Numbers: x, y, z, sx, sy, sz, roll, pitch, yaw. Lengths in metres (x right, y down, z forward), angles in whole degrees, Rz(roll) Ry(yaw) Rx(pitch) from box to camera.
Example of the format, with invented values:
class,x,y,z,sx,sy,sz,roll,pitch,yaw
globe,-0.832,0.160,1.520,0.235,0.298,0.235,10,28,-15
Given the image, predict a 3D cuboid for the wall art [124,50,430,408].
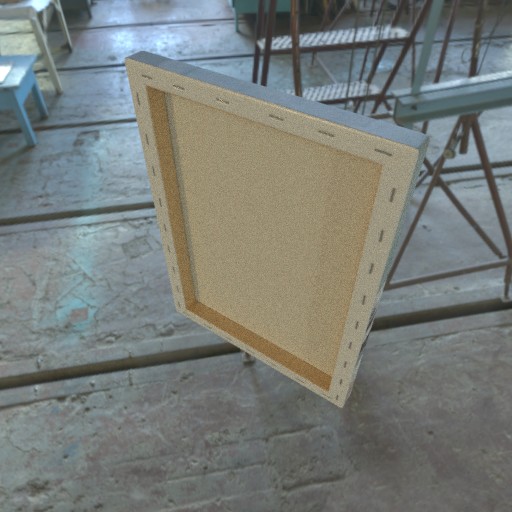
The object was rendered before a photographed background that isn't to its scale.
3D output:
class,x,y,z,sx,sy,sz,roll,pitch,yaw
wall art,0.000,0.000,0.798,0.455,0.613,0.037,26,51,23
